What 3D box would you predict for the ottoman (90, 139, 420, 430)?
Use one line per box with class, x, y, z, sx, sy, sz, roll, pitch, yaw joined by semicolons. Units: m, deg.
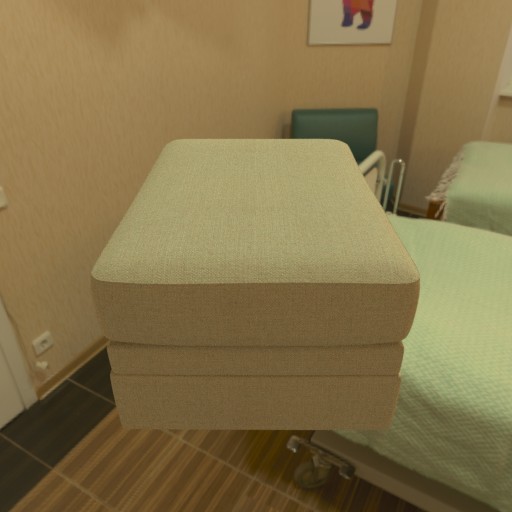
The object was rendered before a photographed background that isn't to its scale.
ottoman;0.000;0.000;1.257;0.637;0.478;0.885;0;31;0
